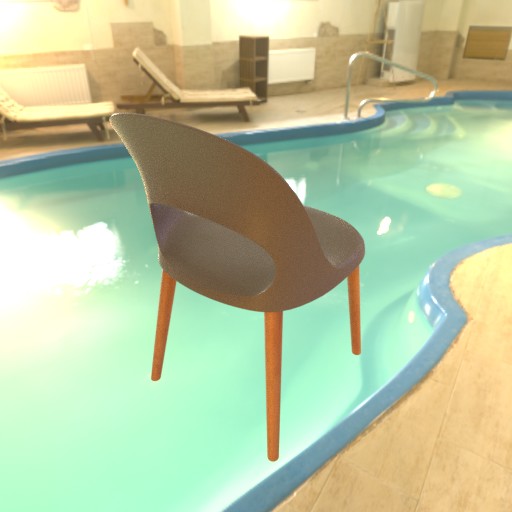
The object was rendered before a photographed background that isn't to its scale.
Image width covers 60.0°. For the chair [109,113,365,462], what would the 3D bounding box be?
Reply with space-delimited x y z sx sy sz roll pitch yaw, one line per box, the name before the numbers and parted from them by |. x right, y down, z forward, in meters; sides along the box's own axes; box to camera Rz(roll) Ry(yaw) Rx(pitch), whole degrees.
chair | 0.000 0.000 1.131 0.470 0.795 0.556 21 37 32
